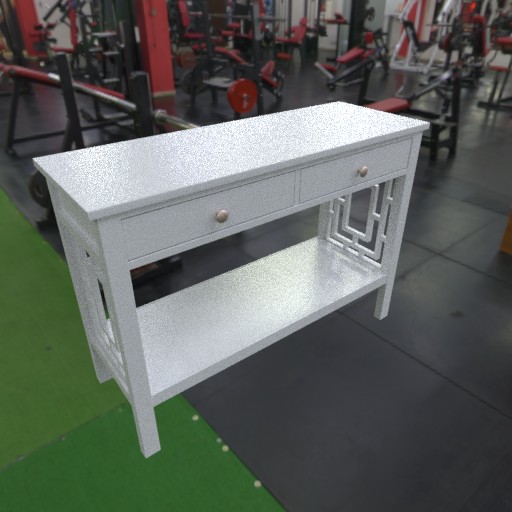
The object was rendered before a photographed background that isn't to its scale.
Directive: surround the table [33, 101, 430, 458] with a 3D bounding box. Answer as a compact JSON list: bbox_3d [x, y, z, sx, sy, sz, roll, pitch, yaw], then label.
[{"bbox_3d":[0.000,0.000,1.415,1.068,0.753,0.397,-21,37,-31],"label":"table"}]
